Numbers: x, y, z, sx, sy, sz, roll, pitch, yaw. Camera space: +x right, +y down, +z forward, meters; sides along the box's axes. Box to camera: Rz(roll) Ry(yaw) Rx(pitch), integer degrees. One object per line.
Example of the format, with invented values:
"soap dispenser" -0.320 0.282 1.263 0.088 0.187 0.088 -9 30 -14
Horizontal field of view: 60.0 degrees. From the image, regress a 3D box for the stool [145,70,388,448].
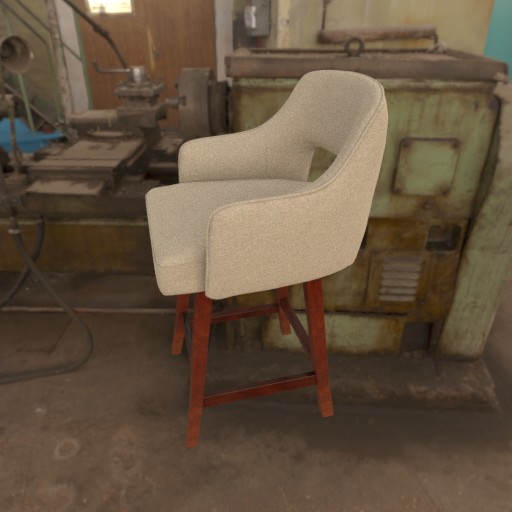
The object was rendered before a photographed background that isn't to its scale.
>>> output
"stool" 0.000 0.000 1.246 0.560 0.936 0.550 -8 30 -13
